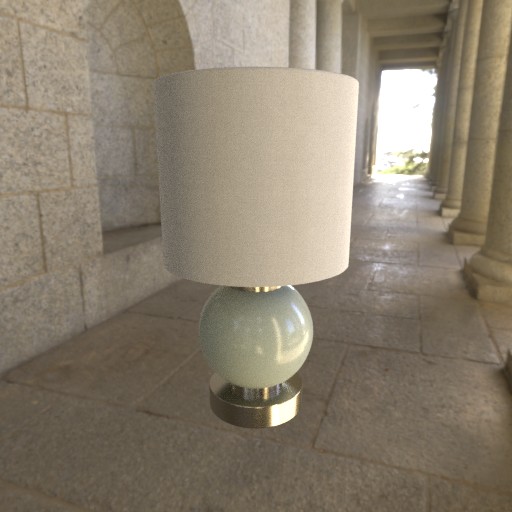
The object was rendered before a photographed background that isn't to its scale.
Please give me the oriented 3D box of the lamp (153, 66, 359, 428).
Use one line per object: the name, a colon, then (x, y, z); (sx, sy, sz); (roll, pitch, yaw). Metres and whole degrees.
lamp: (0.000, 0.000, 0.484); (0.201, 0.353, 0.201); (-2, 14, -10)
